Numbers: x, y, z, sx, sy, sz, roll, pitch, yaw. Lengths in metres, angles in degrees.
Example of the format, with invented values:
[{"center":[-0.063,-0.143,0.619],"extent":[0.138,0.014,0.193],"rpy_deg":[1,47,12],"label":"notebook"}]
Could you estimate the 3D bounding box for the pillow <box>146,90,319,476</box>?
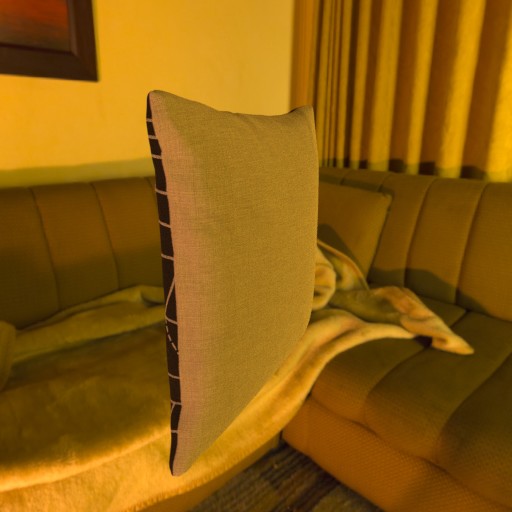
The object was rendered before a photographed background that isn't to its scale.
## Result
[{"center":[0.000,0.000,0.761],"extent":[0.158,0.508,0.517],"rpy_deg":[8,18,24],"label":"pillow"}]
